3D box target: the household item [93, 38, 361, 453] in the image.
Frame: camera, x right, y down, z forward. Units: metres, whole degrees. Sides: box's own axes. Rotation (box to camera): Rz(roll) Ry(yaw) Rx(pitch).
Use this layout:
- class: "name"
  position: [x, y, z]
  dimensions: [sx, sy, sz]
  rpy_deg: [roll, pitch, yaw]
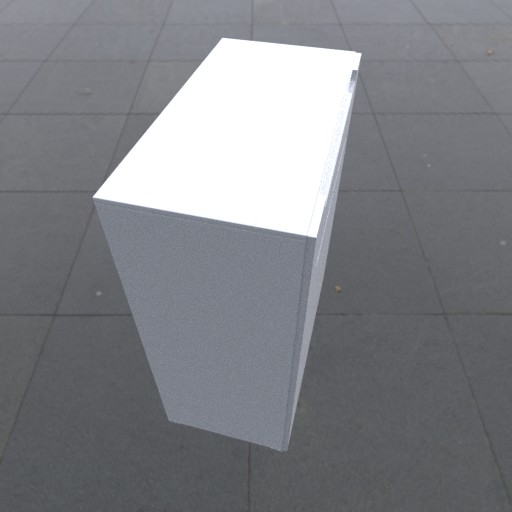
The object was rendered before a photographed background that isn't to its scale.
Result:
- class: "household item"
  position: [0.000, 0.000, 1.415]
  dimensions: [0.420, 1.010, 0.790]
  rpy_deg: [11, 48, 10]
